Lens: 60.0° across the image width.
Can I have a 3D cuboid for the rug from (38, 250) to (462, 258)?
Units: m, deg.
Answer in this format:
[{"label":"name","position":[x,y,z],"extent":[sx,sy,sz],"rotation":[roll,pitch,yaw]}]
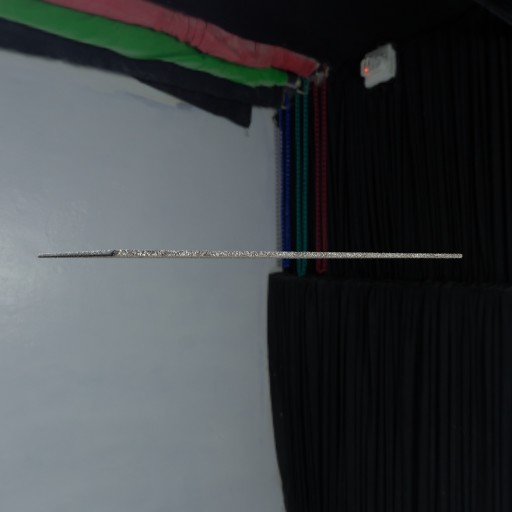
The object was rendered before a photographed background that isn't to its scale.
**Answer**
[{"label":"rug","position":[0.000,0.000,2.895],"extent":[2.350,0.025,1.502],"rotation":[0,-1,-36]}]
